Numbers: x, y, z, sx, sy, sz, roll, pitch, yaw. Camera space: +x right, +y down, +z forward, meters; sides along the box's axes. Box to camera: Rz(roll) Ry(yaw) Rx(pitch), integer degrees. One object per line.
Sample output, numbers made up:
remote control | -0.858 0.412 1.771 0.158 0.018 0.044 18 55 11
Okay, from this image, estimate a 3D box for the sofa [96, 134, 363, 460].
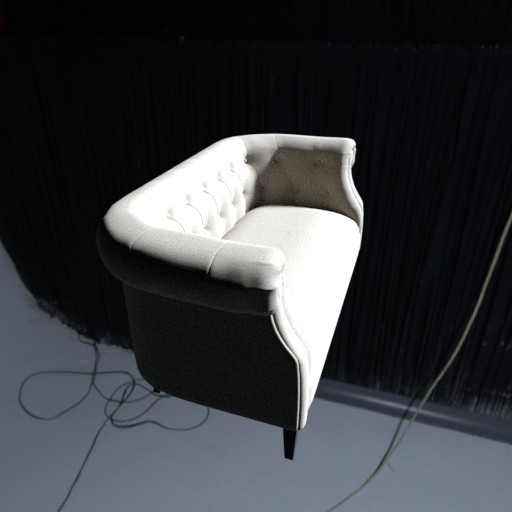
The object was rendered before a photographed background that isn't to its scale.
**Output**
sofa | 0.000 0.000 2.069 0.835 0.827 1.558 10 30 17
